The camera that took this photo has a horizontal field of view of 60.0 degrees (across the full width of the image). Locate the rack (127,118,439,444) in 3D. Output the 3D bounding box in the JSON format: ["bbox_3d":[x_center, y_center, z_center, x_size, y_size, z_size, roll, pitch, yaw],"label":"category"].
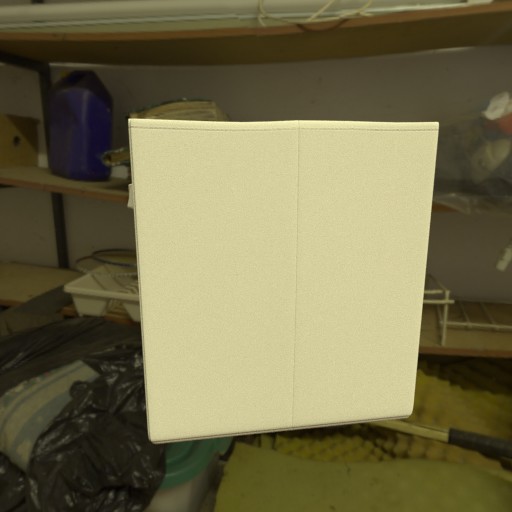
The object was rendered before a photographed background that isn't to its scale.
[{"bbox_3d":[0.000,0.000,0.506,0.270,0.280,0.270,-2,14,-9],"label":"rack"}]
